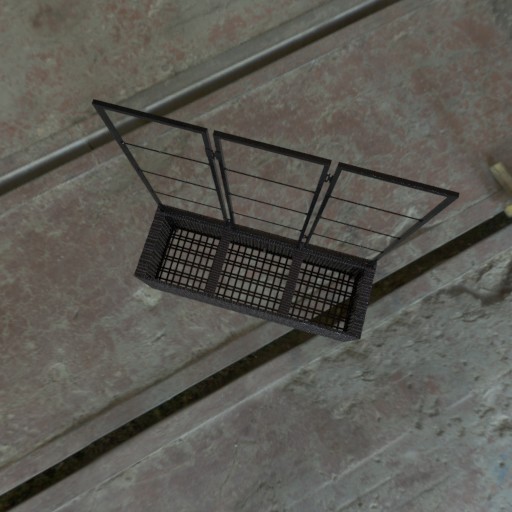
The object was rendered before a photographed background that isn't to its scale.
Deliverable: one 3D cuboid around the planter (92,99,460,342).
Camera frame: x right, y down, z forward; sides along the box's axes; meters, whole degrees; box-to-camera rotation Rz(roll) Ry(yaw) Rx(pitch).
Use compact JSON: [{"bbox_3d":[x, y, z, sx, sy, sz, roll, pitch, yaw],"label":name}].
[{"bbox_3d":[0.000,0.000,1.166,0.699,0.841,0.244,15,78,3],"label":"planter"}]
